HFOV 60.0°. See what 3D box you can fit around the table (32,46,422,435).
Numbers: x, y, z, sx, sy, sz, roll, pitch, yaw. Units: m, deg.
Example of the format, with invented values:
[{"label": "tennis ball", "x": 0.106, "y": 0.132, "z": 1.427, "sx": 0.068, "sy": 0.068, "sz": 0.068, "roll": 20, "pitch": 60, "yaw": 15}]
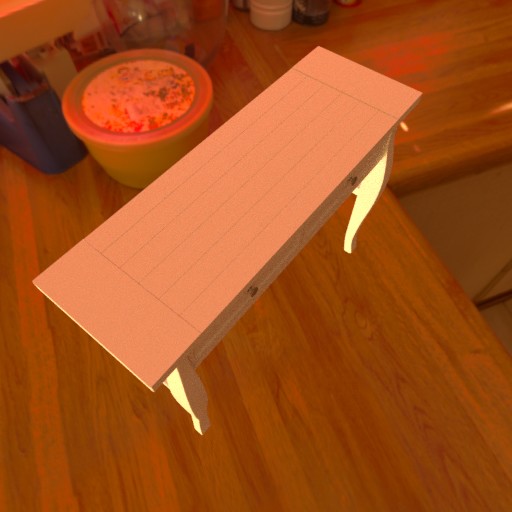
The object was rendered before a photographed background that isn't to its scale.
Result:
[{"label": "table", "x": 0.000, "y": 0.000, "z": 1.417, "sx": 0.373, "sy": 0.768, "sz": 1.062, "roll": 34, "pitch": 64, "yaw": 19}]
